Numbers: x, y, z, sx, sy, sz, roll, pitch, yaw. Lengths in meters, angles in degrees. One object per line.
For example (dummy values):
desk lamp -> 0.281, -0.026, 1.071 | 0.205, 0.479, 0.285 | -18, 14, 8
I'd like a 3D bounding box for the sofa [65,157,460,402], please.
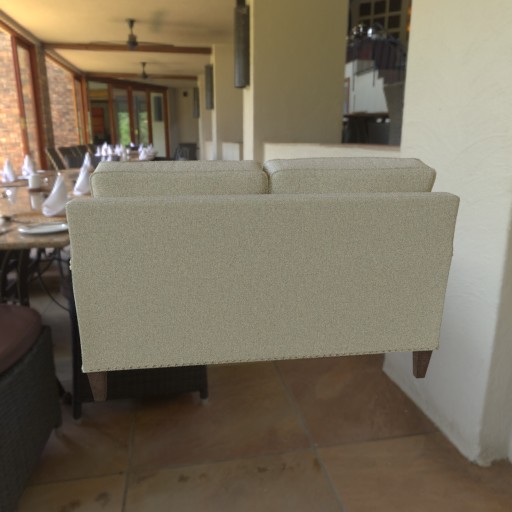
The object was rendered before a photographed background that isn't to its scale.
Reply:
sofa -> 0.000, 0.000, 2.253 | 1.597, 1.003, 1.084 | -2, 15, -7
